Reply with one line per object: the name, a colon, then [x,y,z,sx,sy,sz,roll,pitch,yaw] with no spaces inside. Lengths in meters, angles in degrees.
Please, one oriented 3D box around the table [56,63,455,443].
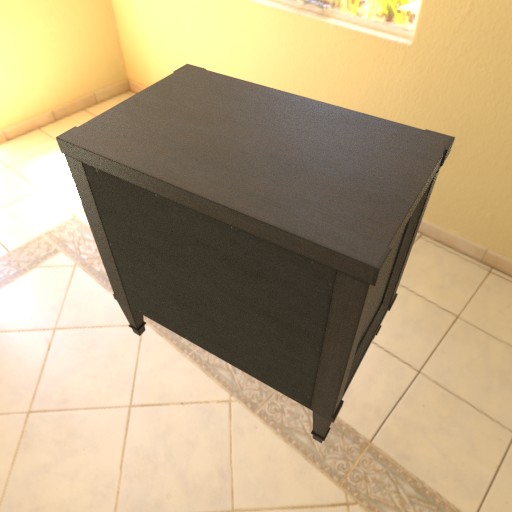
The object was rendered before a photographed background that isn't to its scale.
table: [0.000,0.000,1.095,0.660,0.660,0.413,24,50,22]
